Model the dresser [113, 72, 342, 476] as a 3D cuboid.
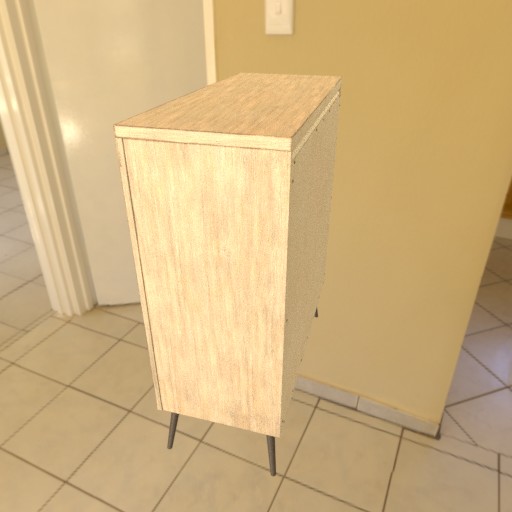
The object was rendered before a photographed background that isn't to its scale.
[{"bbox_3d":[0.000,0.000,1.756,0.457,1.219,1.016,8,30,14],"label":"dresser"}]
